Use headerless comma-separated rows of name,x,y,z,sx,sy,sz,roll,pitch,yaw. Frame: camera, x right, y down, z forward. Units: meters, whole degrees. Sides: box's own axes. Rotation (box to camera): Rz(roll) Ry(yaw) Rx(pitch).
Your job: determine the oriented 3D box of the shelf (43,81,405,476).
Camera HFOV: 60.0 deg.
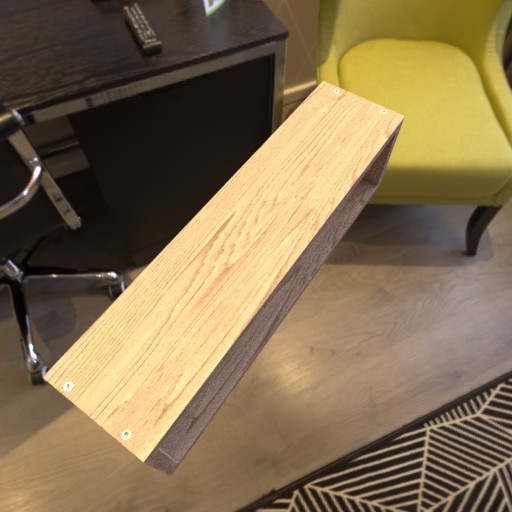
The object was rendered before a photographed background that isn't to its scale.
shelf,0.000,0.000,0.669,0.150,0.170,0.610,31,64,17
